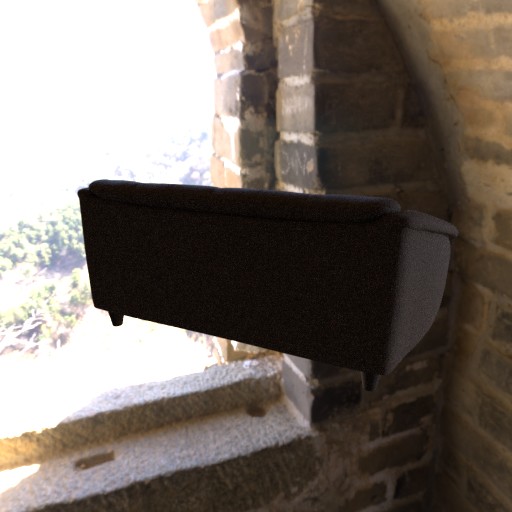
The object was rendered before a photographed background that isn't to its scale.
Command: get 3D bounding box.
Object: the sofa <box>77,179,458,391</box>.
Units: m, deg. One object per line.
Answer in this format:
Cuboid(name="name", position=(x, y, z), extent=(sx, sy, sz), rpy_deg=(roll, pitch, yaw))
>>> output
Cuboid(name="sofa", position=(0.000, 0.000, 2.288), extent=(1.849, 0.790, 0.887), rpy_deg=(8, 18, 25))
